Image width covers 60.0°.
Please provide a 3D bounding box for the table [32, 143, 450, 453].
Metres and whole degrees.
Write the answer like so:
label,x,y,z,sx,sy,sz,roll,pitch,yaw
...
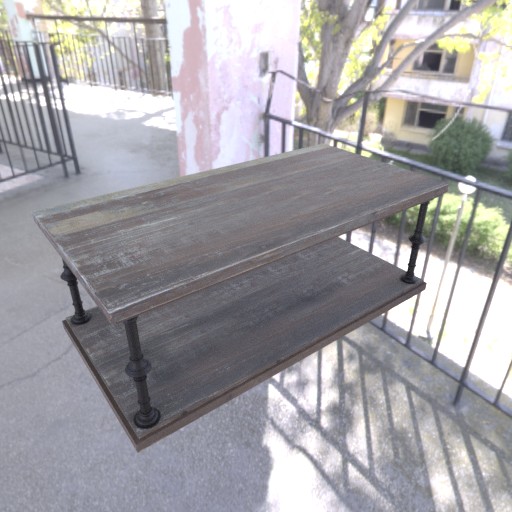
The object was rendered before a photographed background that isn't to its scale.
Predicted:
label,x,y,z,sx,sy,sz,roll,pitch,yaw
table,0.000,0.000,1.380,1.088,0.399,0.554,-21,36,-31
